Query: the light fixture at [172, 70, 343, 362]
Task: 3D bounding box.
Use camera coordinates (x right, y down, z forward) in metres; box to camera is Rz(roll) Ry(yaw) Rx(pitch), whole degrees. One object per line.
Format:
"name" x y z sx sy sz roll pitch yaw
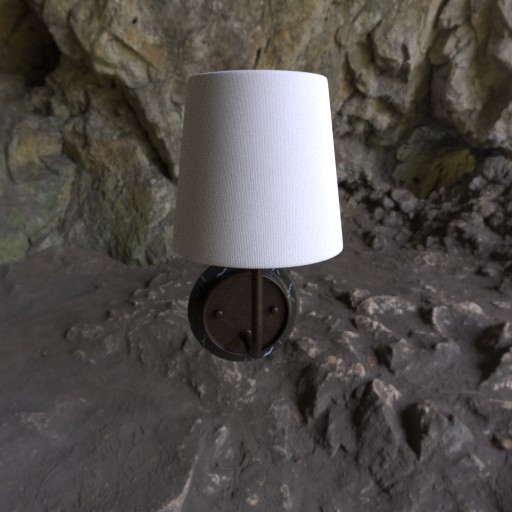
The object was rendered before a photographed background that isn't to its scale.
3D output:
"light fixture" 0.000 0.000 0.455 0.168 0.337 0.188 -2 16 -9
